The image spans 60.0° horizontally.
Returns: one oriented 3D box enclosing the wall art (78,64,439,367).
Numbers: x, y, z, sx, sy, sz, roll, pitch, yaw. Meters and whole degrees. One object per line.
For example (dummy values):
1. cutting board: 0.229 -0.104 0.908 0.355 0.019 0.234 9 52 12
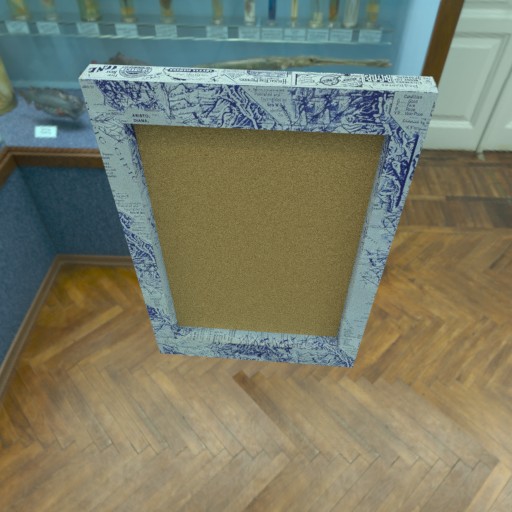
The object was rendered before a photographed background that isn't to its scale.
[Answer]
1. wall art: 0.000 0.000 0.457 0.255 0.376 0.025 3 47 3
